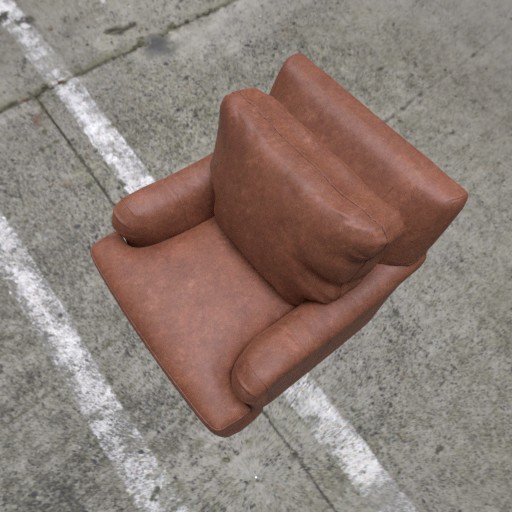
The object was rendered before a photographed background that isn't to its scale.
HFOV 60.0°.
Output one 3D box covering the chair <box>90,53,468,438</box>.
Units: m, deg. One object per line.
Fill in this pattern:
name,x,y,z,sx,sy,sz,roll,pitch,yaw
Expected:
chair,0.000,0.000,1.889,1.158,1.055,0.986,-35,69,-16
